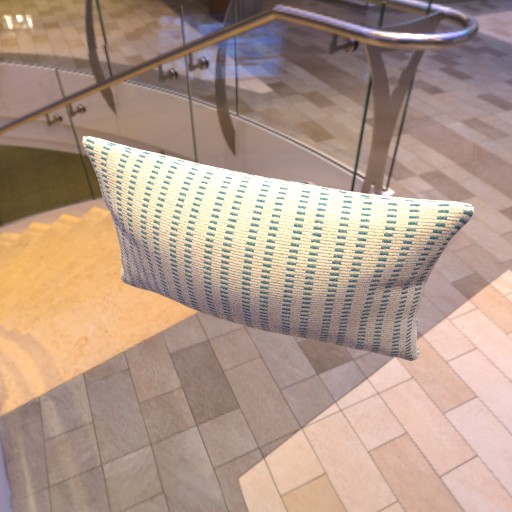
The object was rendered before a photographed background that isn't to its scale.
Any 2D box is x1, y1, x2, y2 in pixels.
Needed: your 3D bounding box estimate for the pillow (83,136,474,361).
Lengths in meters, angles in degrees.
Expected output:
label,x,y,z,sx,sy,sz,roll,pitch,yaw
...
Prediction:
label,x,y,z,sx,sy,sz,roll,pitch,yaw
pillow,0.000,0.000,0.790,0.640,0.353,0.210,13,44,14
